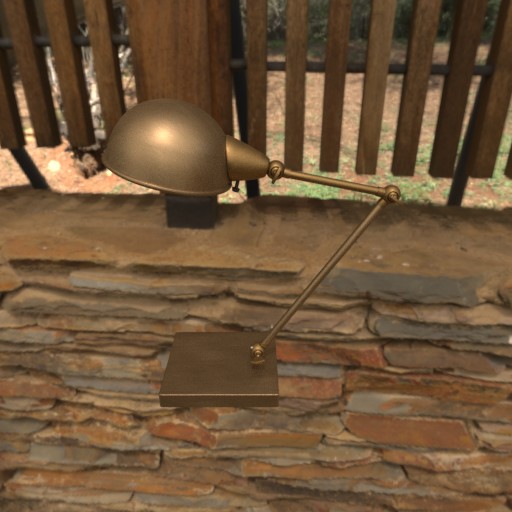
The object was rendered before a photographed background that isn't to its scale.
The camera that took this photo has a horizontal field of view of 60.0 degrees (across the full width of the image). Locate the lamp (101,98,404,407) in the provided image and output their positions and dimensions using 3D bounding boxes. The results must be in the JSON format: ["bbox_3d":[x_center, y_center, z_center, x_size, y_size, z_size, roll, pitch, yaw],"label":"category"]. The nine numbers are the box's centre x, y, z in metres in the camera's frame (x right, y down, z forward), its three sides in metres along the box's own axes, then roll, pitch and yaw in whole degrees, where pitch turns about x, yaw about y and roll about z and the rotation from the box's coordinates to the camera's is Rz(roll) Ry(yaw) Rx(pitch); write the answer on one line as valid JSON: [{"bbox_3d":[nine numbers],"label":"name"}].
[{"bbox_3d":[0.000,0.000,0.552,0.339,0.371,0.149,0,26,0],"label":"lamp"}]
